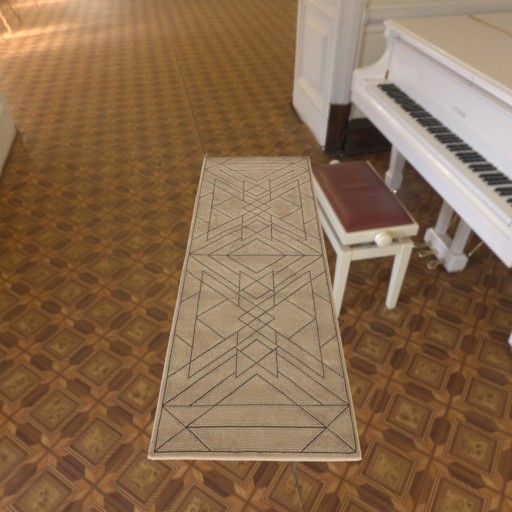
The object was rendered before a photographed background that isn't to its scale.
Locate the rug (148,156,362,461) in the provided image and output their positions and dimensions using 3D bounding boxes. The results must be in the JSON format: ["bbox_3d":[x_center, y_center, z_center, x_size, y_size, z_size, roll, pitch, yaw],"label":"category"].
[{"bbox_3d":[0.000,0.000,2.600,0.831,0.036,2.381,0,41,0],"label":"rug"}]
